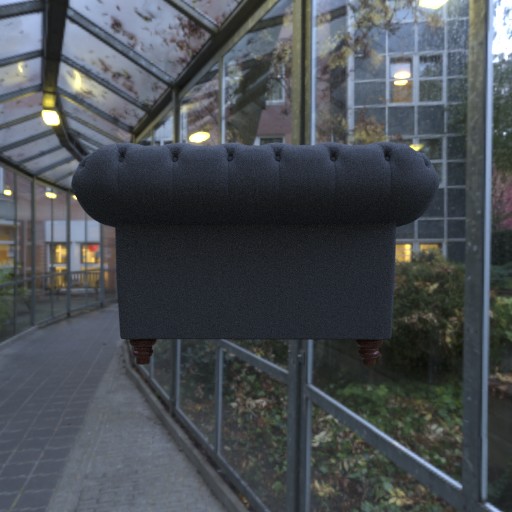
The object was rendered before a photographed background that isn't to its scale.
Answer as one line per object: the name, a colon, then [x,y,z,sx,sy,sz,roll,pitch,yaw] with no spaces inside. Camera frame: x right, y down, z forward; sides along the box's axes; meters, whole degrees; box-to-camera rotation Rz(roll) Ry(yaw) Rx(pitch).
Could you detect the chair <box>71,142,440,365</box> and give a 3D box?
chair: [0.000,0.000,1.860,1.270,0.770,0.976,0,0,1]
